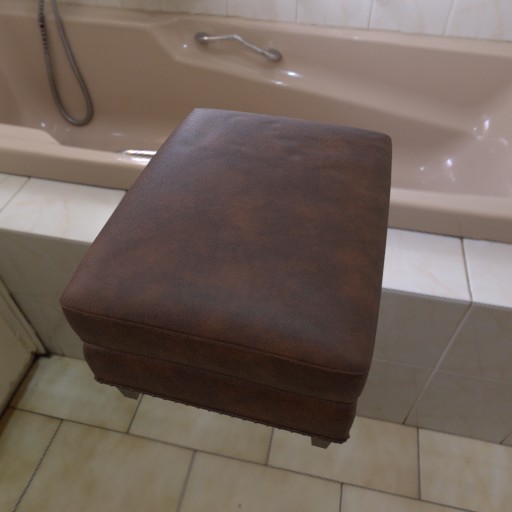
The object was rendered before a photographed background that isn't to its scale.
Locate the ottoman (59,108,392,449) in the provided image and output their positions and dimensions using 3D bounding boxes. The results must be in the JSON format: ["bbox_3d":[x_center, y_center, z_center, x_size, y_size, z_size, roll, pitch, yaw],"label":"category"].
[{"bbox_3d":[0.000,0.000,1.121,0.586,0.486,0.742,11,48,10],"label":"ottoman"}]
